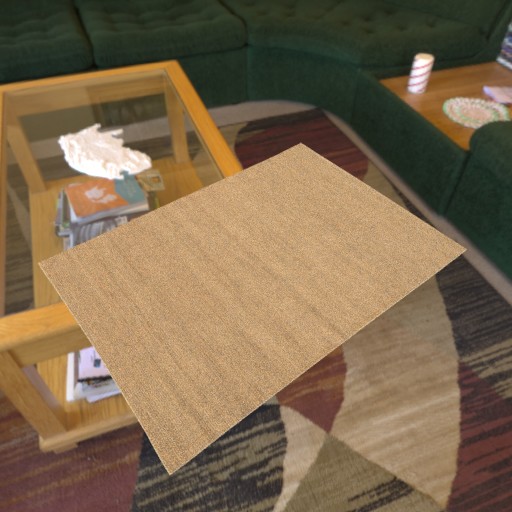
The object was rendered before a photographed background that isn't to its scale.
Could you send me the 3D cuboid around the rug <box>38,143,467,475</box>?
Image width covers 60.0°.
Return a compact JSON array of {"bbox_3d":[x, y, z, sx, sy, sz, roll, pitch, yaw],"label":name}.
[{"bbox_3d":[0.000,0.000,2.865,2.264,0.030,1.624,-30,53,-25],"label":"rug"}]
